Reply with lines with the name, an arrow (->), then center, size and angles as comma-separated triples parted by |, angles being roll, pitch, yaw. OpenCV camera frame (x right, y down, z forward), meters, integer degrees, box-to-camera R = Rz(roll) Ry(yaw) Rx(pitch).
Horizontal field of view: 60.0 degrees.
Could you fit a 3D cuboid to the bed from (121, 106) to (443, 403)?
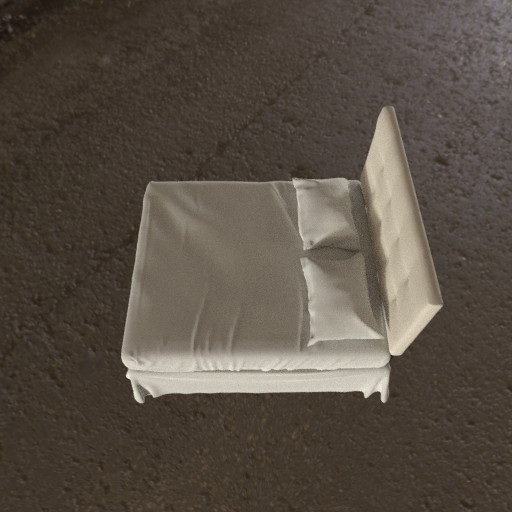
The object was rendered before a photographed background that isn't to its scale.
bed -> 0.000, 0.000, 3.504 | 2.222, 1.577, 1.936 | 0, 59, 0
